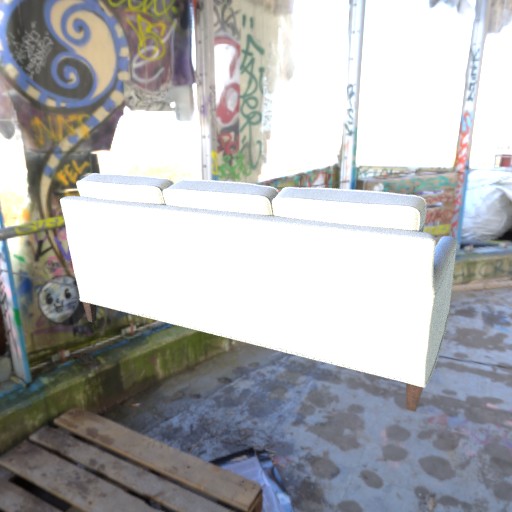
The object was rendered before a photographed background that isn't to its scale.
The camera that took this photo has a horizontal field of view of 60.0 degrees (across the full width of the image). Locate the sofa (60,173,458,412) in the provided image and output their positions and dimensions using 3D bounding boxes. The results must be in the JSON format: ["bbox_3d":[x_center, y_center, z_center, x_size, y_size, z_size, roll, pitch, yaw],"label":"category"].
[{"bbox_3d":[0.000,0.000,2.771,2.246,1.003,1.084,9,19,27],"label":"sofa"}]
